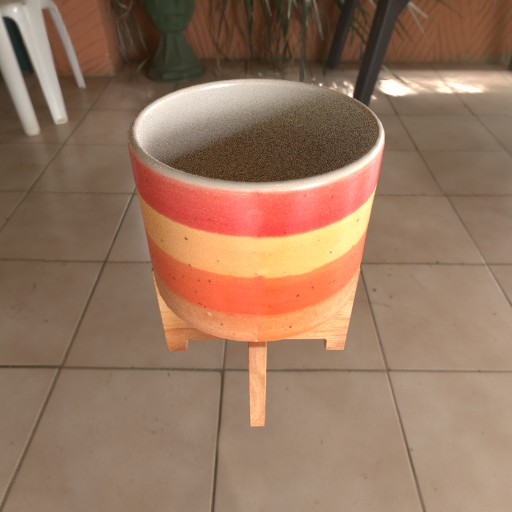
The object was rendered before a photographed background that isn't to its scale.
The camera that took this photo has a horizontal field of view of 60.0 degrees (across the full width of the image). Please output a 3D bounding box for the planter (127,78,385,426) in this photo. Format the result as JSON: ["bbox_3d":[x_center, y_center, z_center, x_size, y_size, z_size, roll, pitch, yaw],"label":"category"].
[{"bbox_3d":[0.000,0.000,0.420,0.199,0.268,0.199,0,40,0],"label":"planter"}]
